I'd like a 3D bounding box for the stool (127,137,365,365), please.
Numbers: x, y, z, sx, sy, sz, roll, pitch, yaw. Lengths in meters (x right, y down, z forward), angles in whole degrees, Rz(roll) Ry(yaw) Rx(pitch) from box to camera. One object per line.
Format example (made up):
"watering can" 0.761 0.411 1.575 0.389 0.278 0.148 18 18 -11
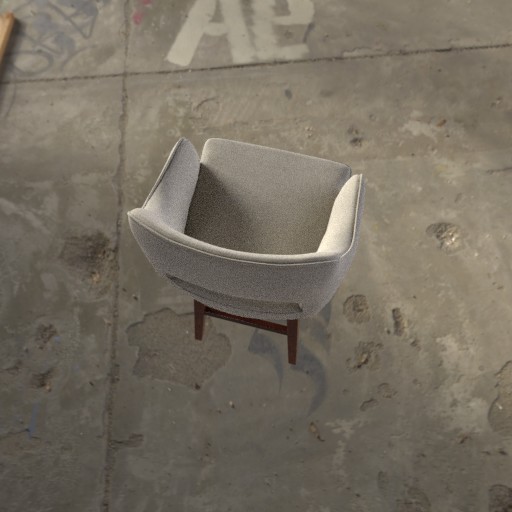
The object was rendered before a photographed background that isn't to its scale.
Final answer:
"stool" 0.000 0.000 1.407 0.550 1.041 0.560 13 65 6
